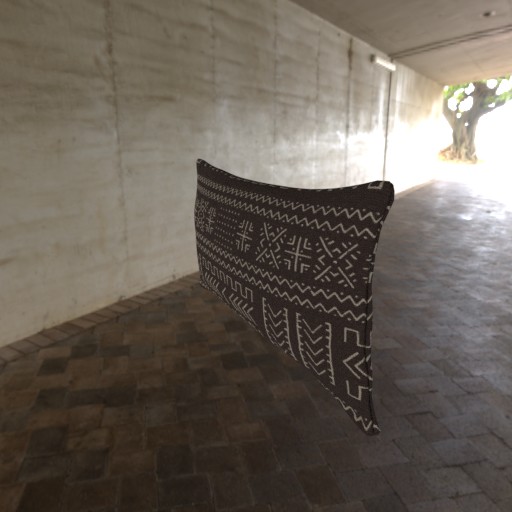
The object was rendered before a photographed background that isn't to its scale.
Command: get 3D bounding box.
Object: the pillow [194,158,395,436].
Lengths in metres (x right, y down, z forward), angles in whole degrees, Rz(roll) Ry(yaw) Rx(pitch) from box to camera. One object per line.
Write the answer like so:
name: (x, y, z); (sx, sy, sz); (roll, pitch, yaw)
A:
pillow: (0.000, 0.000, 0.802); (0.135, 0.322, 0.667); (-7, 16, -25)
